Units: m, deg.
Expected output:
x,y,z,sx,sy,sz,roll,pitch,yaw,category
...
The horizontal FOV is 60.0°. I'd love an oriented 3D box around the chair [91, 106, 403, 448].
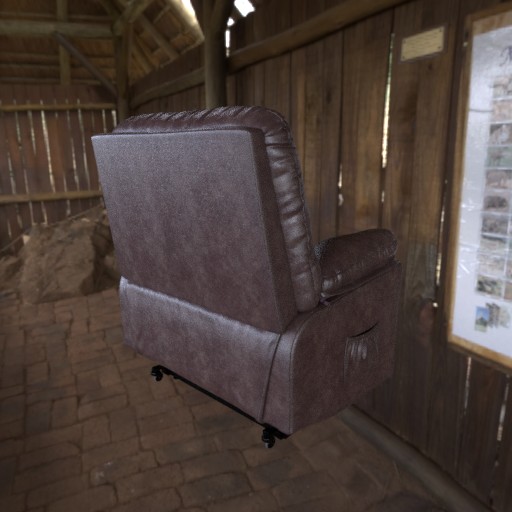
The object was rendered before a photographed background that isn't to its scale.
x,y,z,sx,sy,sz,roll,pitch,yaw,category
0.000,0.000,1.714,0.940,1.041,0.879,12,18,42,chair
